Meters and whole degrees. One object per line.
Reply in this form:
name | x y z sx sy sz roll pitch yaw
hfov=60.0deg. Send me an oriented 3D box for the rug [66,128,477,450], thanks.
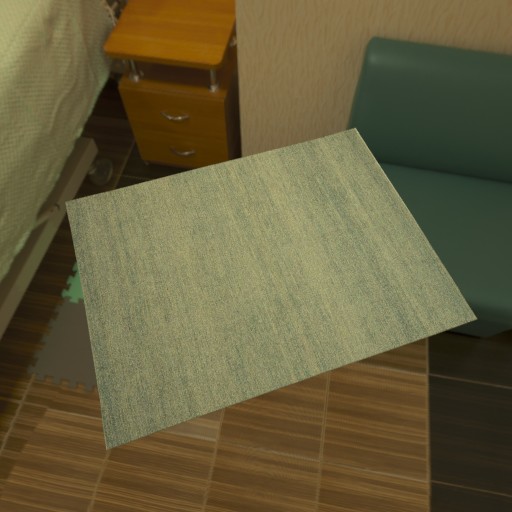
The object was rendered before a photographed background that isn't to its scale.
rug | 0.000 0.000 4.159 3.237 0.046 2.461 -16 61 -9
